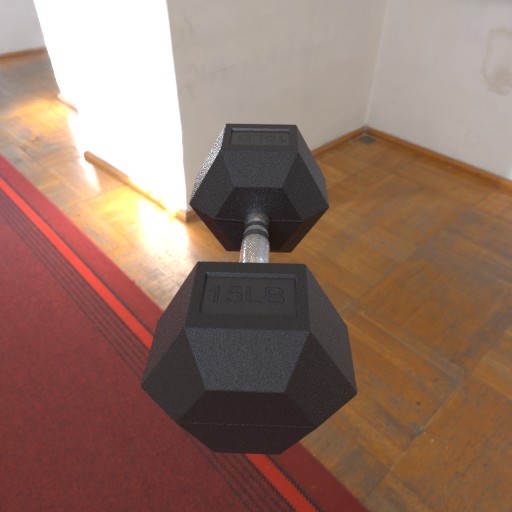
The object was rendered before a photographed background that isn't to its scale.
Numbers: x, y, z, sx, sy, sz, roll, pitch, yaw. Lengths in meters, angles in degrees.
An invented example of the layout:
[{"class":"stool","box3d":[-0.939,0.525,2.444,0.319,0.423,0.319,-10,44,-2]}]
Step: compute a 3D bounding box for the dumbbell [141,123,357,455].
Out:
[{"class":"dumbbell","box3d":[0.000,0.000,0.335,0.122,0.106,0.271,1,41,2]}]
